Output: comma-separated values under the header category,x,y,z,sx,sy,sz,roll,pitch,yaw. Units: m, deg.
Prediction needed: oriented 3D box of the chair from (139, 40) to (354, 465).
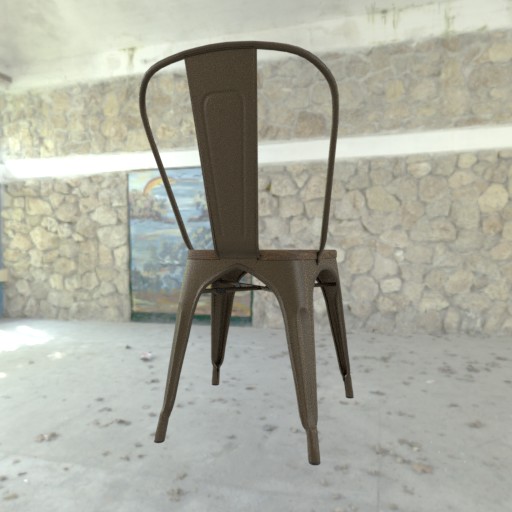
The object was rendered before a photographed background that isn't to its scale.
category,x,y,z,sx,sy,sz,roll,pitch,yaw
chair,0.000,0.000,1.125,0.451,0.844,0.532,0,1,17
